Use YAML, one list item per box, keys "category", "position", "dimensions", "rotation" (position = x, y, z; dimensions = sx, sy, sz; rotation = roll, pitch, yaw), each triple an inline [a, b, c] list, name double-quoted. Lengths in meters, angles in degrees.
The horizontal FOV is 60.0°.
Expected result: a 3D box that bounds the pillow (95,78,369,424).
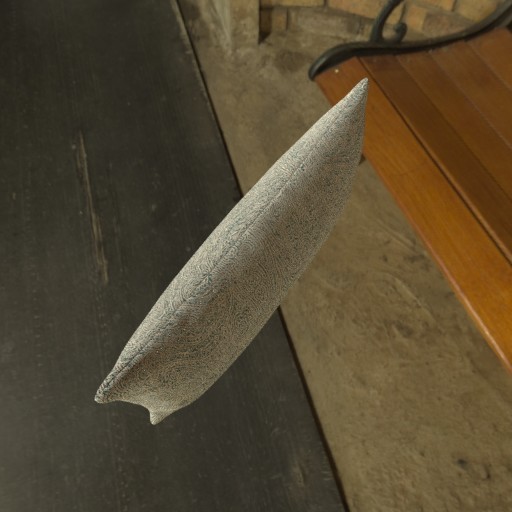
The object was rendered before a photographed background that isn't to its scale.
- category: "pillow"
  position: [0.000, 0.000, 0.733]
  dimensions: [0.151, 0.295, 0.615]
  rotation: [33, 68, 15]
